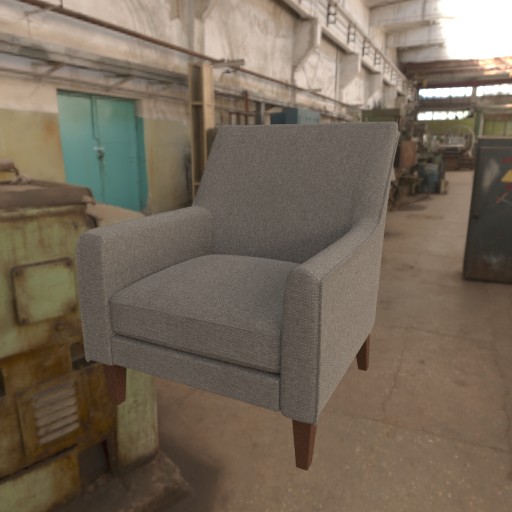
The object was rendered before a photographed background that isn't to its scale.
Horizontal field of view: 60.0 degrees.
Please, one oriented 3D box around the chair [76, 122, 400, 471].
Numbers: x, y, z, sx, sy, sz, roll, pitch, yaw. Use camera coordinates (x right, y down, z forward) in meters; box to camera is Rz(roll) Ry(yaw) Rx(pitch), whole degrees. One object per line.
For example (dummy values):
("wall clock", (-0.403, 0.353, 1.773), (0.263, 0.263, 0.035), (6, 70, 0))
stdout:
("chair", (0.000, 0.000, 1.557), (0.780, 0.919, 0.899), (7, 16, 26))
